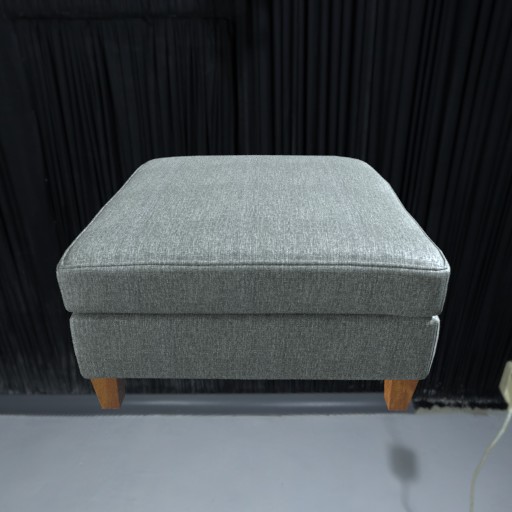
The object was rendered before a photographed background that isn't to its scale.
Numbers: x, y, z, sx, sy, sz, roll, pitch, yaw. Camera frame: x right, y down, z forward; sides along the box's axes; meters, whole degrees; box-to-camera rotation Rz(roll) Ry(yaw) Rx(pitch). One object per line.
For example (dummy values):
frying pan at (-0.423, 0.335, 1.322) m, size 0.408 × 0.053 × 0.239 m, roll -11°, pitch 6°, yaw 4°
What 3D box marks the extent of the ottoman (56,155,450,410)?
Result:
ottoman at (0.000, 0.000, 1.341) m, size 0.838 × 0.481 × 0.838 m, roll 0°, pitch 27°, yaw 0°
